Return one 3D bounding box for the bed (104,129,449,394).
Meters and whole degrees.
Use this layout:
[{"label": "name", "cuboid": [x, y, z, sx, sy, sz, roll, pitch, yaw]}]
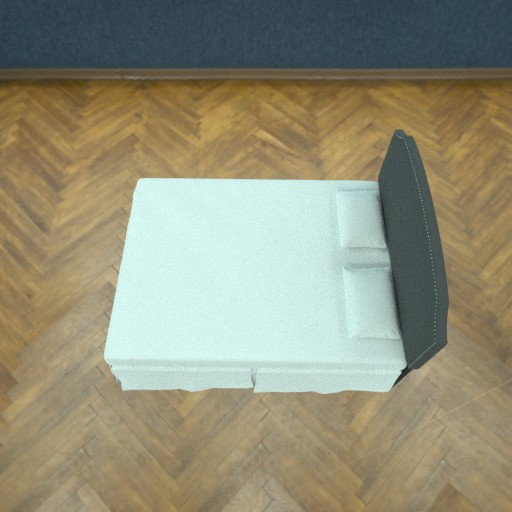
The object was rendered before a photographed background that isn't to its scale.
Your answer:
[{"label": "bed", "cuboid": [0.000, 0.000, 3.040, 1.999, 1.270, 1.558, 1, 60, 0]}]
